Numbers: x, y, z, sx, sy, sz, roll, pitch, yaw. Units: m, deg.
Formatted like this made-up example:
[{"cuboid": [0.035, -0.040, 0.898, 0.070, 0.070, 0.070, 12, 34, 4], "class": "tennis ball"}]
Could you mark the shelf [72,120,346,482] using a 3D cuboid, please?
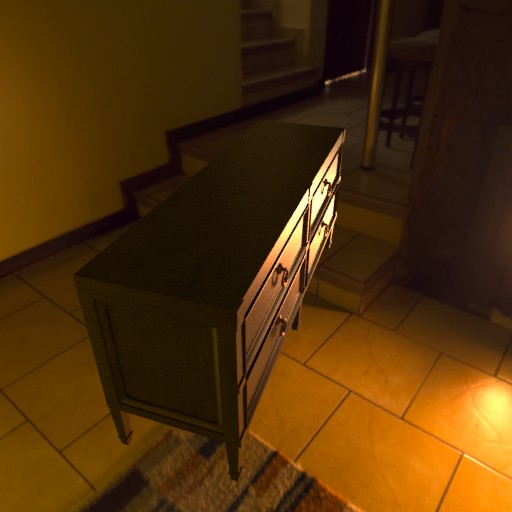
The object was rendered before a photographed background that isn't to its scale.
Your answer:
[{"cuboid": [0.000, 0.000, 1.916, 0.479, 0.719, 1.575, 10, 34, 16], "class": "shelf"}]
